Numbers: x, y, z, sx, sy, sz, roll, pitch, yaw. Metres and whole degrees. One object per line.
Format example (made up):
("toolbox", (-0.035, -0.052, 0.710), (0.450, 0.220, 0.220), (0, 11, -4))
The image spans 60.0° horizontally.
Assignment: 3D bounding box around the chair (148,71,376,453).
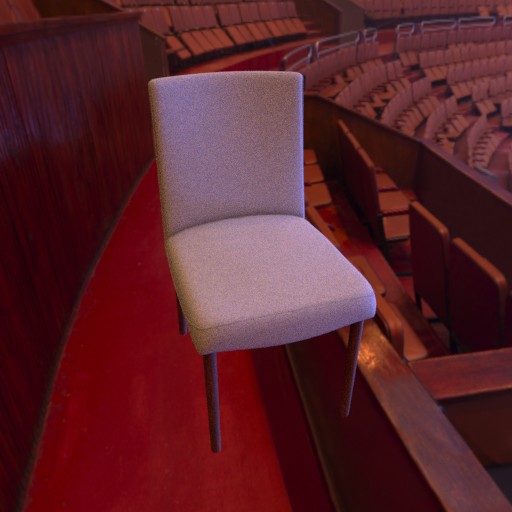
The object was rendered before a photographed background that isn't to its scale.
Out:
("chair", (0.000, 0.000, 1.198), (0.456, 0.859, 0.570), (-9, 31, -16))
